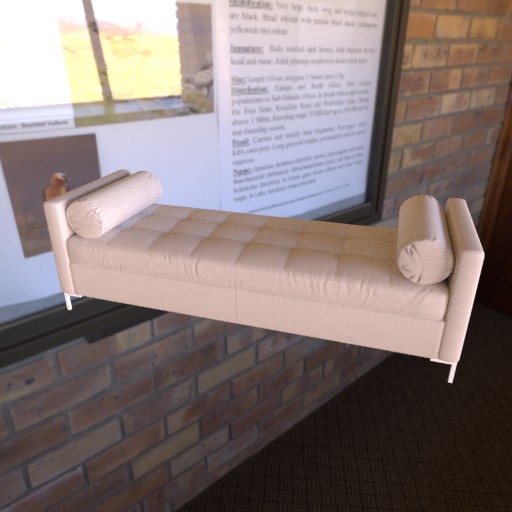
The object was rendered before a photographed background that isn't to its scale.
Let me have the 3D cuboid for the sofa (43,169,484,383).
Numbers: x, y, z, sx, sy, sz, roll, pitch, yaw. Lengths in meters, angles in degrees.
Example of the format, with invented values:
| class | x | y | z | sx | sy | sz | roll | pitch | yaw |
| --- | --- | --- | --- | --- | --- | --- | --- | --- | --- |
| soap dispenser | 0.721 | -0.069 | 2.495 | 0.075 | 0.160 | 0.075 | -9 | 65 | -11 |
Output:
| class | x | y | z | sx | sy | sz | roll | pitch | yaw |
| --- | --- | --- | --- | --- | --- | --- | --- | --- | --- |
| sofa | 0.000 | 0.000 | 2.314 | 1.981 | 0.635 | 0.686 | 8 | 26 | 16 |
